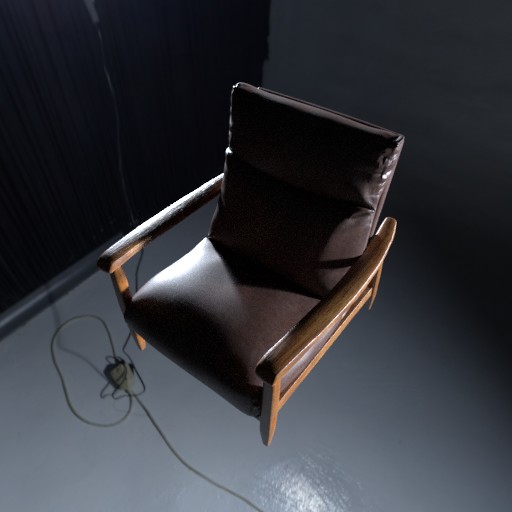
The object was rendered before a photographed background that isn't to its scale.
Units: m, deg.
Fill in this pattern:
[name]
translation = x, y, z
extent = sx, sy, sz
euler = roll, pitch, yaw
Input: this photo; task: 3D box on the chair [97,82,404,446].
[chair]
translation = 0.000, 0.000, 1.574
extent = 0.782, 0.897, 0.830
euler = 28, 52, 25
